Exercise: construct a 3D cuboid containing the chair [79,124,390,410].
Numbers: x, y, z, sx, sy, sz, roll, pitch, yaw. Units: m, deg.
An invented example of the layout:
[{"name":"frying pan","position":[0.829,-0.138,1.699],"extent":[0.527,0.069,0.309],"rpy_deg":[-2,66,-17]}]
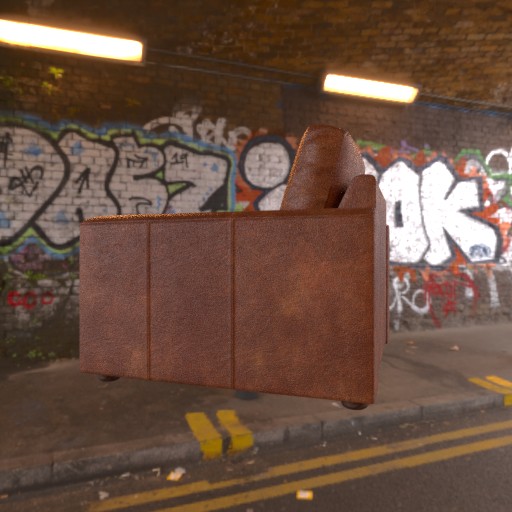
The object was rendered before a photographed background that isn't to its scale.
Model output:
[{"name":"chair","position":[0.000,0.000,1.821],"extent":[1.016,0.873,1.005],"rpy_deg":[0,1,19]}]
